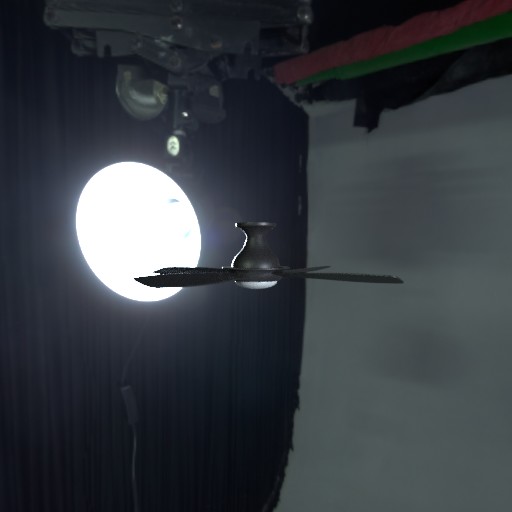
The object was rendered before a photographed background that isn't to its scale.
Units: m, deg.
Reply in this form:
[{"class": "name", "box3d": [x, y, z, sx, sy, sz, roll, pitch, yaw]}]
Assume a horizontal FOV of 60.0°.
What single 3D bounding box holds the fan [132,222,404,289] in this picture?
[{"class": "fan", "box3d": [0.000, 0.000, 2.587, 1.694, 0.382, 1.694, 1, 1, 36]}]
